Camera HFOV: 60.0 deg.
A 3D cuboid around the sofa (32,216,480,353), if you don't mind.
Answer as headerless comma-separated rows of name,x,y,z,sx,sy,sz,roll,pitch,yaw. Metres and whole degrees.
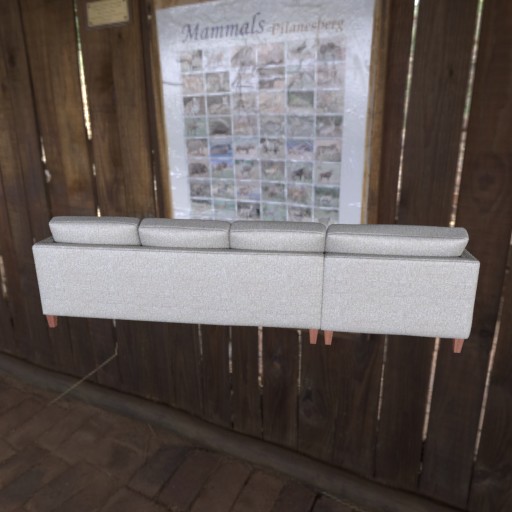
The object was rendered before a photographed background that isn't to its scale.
sofa,0.000,0.000,3.848,3.201,0.876,1.502,2,17,7
